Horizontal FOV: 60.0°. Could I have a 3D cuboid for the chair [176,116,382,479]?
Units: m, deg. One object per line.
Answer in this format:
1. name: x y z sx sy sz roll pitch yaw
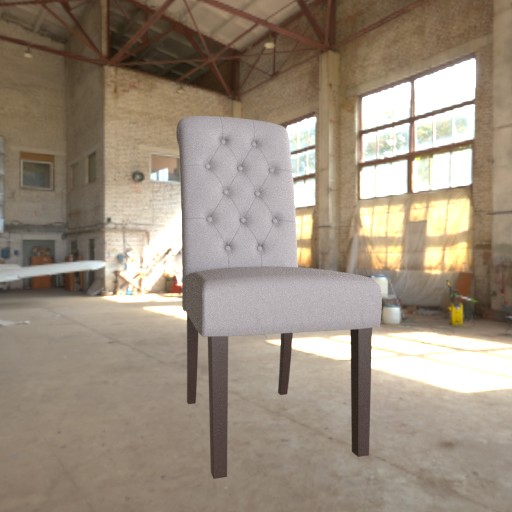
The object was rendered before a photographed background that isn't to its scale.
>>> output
1. chair: 0.000 0.000 1.366 0.456 1.006 0.671 0 0 -17
